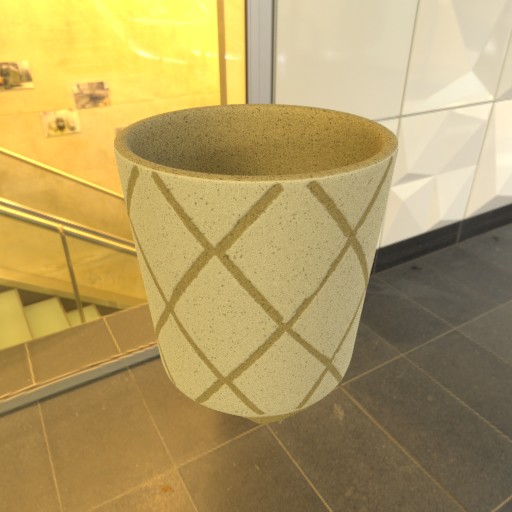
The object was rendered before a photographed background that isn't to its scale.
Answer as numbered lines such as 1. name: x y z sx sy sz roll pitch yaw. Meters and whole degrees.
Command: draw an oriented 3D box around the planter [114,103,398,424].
1. planter: 0.000 0.000 0.356 0.191 0.199 0.191 0 30 0
